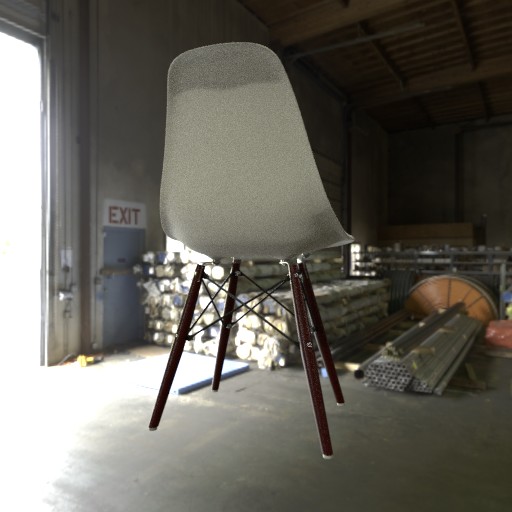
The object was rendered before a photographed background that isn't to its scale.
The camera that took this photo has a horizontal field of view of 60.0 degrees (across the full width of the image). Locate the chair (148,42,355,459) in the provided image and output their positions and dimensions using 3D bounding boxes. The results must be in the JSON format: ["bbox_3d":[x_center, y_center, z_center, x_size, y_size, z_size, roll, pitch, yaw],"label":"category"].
[{"bbox_3d":[0.000,0.000,1.117,0.470,0.826,0.533,0,0,18],"label":"chair"}]
